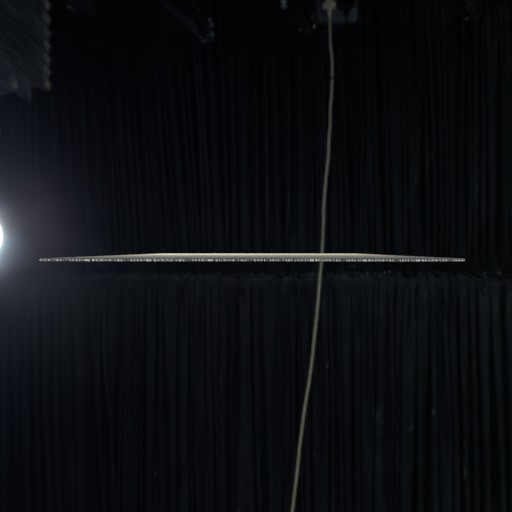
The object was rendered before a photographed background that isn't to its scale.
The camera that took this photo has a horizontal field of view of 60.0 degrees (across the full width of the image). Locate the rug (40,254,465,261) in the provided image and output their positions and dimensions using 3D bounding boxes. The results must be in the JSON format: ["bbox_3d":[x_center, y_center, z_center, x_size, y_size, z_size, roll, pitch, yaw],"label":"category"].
[{"bbox_3d":[0.000,0.000,3.859,2.315,0.015,2.932,0,1,1],"label":"rug"}]
